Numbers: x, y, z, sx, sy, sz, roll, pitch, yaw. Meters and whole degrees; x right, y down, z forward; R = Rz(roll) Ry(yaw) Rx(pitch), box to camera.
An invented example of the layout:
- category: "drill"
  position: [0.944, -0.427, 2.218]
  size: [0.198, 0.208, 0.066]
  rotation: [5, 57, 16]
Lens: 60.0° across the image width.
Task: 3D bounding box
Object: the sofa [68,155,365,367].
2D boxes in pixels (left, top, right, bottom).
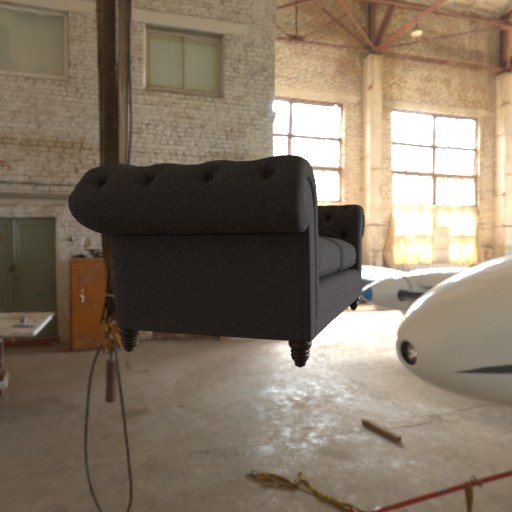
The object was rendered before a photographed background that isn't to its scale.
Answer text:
- category: "sofa"
  position: [0.000, 0.000, 2.446]
  size: [0.986, 0.764, 1.998]
  rotation: [0, 1, 19]
